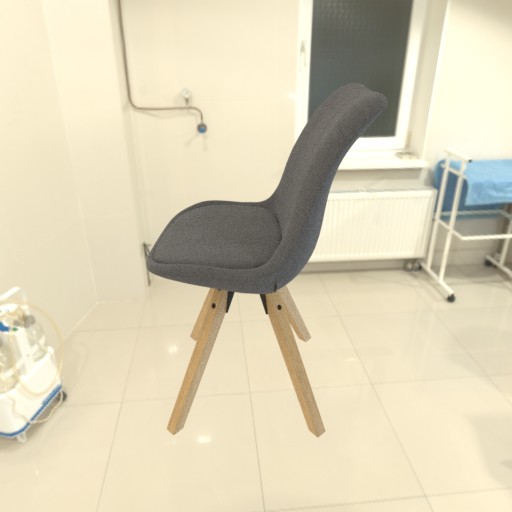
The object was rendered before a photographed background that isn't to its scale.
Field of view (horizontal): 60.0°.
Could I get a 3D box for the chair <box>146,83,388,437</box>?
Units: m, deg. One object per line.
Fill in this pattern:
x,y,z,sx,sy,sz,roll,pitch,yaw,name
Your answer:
0.000,0.000,1.189,0.550,0.850,0.485,0,26,1,chair
